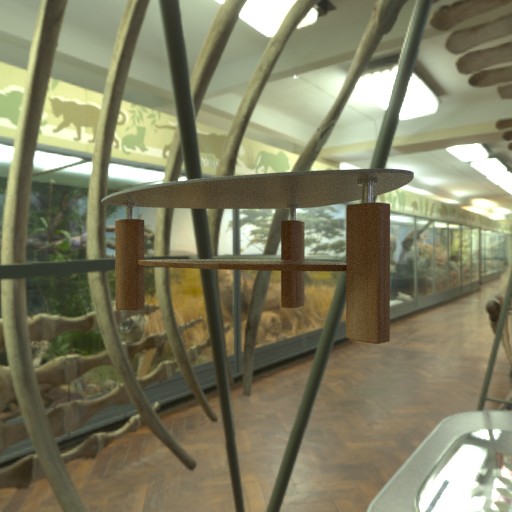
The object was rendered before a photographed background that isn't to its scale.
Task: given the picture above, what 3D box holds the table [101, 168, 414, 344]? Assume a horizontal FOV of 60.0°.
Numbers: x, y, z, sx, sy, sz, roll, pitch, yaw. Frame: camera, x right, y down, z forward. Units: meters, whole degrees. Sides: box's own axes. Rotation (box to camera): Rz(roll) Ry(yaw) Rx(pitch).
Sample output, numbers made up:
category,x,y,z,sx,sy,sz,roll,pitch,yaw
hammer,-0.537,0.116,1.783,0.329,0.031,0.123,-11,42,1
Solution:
category,x,y,z,sx,sy,sz,roll,pitch,yaw
table,0.000,0.000,1.632,1.250,0.440,0.850,1,1,37
